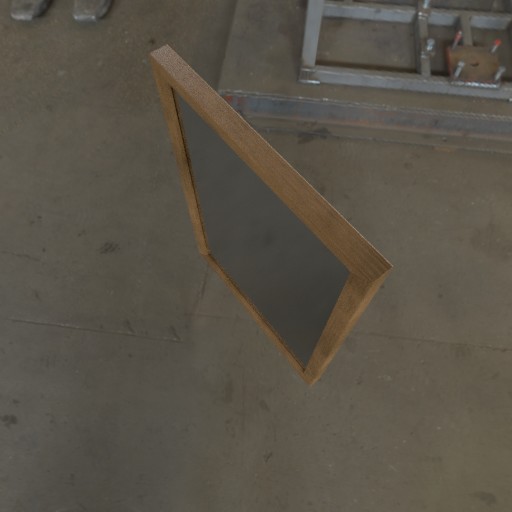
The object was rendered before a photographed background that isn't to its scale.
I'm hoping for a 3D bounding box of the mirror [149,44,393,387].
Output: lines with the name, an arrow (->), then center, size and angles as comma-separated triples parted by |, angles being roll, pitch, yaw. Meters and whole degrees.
mirror -> 0.000, 0.000, 0.946 | 0.040, 0.710, 0.507 | -35, 69, -16
